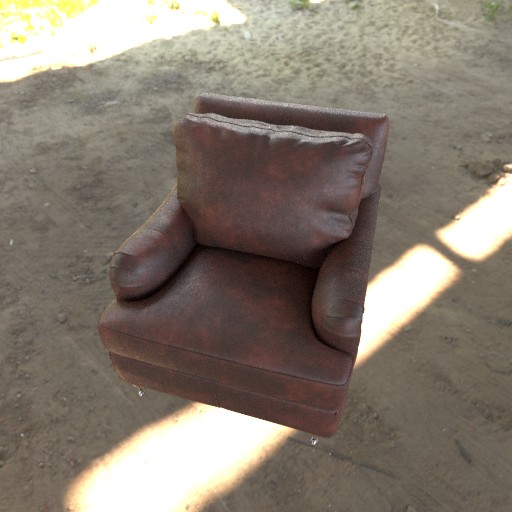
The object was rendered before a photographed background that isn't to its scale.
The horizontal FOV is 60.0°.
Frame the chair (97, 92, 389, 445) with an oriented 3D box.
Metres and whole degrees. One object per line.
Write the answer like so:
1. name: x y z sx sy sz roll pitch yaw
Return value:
1. chair: 0.000 0.000 1.954 0.987 1.051 1.156 11 44 12
